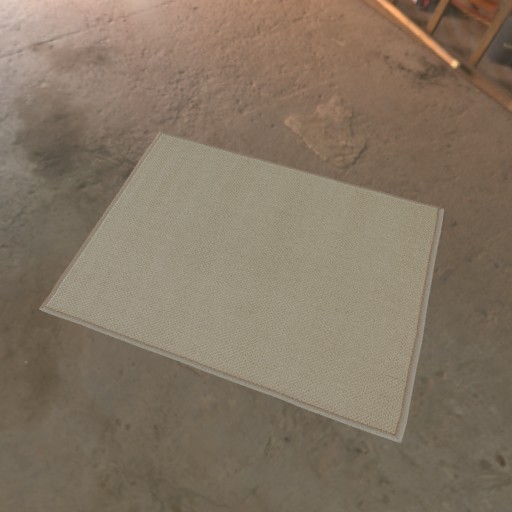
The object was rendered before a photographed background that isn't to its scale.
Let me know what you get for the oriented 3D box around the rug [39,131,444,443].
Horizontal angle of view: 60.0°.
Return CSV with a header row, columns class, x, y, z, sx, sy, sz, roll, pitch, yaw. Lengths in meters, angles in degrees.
class,x,y,z,sx,sy,sz,roll,pitch,yaw
rug,0.000,0.000,2.707,2.081,0.020,1.525,17,60,10
